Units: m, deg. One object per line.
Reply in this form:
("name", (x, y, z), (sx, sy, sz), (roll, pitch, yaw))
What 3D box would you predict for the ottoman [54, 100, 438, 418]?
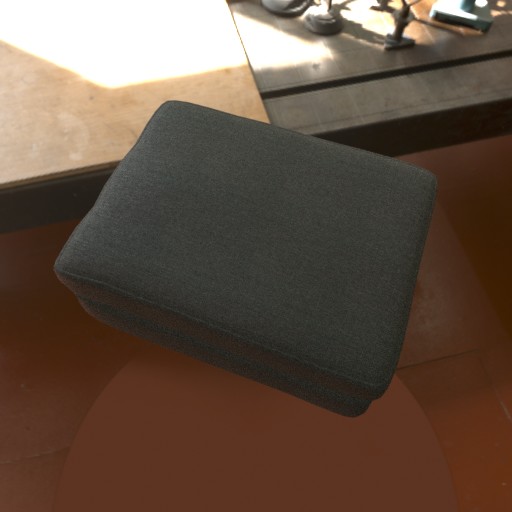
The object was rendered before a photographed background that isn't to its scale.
("ottoman", (0.000, 0.000, 1.266), (0.826, 0.496, 0.639), (18, 63, 10))
